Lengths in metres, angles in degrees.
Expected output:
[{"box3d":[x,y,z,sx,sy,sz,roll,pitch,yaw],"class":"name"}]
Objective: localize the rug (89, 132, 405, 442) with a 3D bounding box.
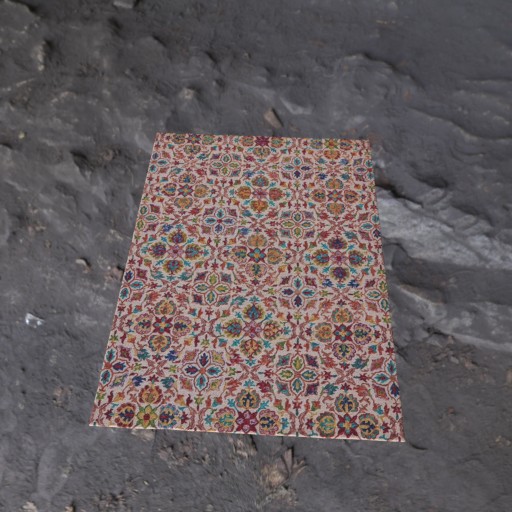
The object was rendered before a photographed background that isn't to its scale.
[{"box3d":[0.000,0.000,4.247,2.446,0.020,3.215,2,59,1],"class":"rug"}]
